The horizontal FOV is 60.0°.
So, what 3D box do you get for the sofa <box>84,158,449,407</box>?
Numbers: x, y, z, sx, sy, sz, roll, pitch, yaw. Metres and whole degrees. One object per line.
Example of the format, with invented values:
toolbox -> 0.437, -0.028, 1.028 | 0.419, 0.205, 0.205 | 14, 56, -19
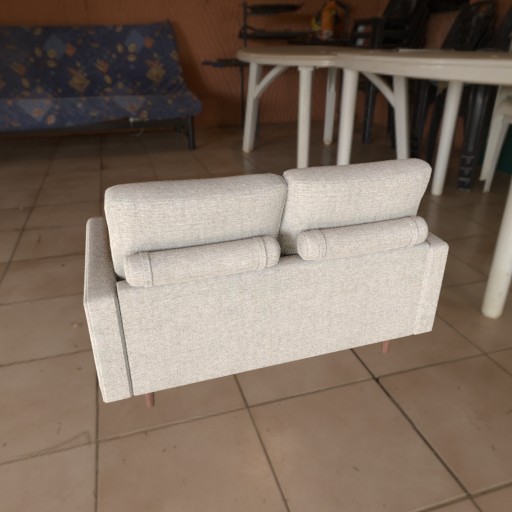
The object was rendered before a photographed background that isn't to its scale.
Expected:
sofa -> 0.000, 0.000, 1.975 | 1.407, 0.907, 0.842 | -8, 27, -16
